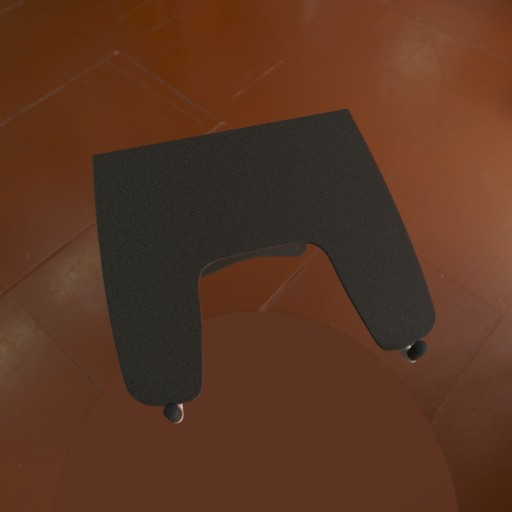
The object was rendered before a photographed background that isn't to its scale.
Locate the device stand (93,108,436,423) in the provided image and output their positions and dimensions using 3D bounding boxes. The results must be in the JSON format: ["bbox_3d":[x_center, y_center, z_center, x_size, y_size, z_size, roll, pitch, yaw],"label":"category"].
[{"bbox_3d":[0.000,0.000,0.355,0.230,0.092,0.230,-12,62,-7],"label":"device stand"}]
